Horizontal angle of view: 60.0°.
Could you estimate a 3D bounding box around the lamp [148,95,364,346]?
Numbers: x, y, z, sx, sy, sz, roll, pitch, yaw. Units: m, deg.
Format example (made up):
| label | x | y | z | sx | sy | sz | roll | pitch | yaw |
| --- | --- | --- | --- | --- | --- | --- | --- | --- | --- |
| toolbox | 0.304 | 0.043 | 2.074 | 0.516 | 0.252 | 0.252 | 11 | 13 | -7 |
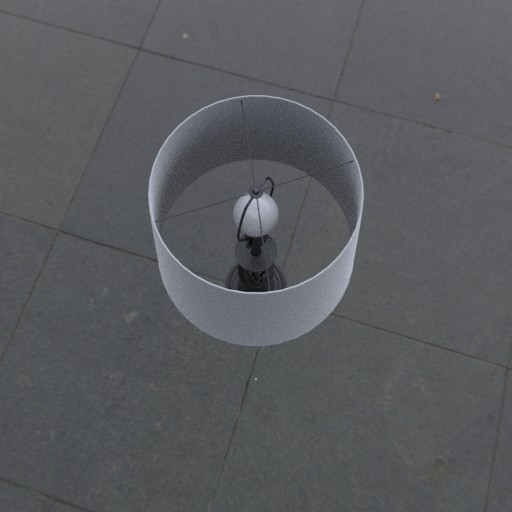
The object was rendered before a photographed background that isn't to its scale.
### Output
| label | x | y | z | sx | sy | sz | roll | pitch | yaw |
| --- | --- | --- | --- | --- | --- | --- | --- | --- | --- |
| lamp | 0.000 | 0.000 | 0.806 | 0.331 | 0.594 | 0.331 | 0 | 74 | 0 |
